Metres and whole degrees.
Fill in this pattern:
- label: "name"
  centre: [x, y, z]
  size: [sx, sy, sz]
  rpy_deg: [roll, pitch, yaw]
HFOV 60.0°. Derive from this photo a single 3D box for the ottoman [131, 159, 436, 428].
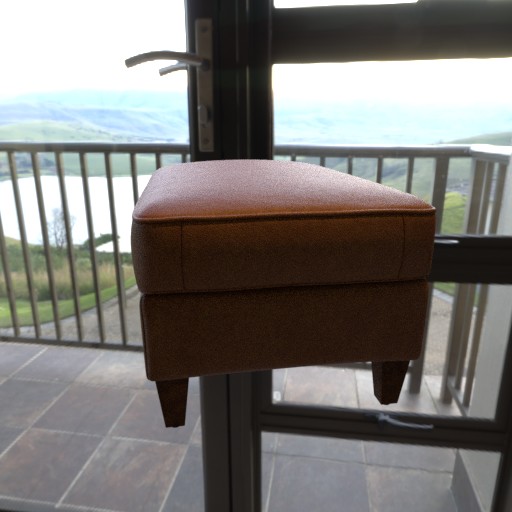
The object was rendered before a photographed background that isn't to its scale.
- label: "ottoman"
  centre: [0.000, 0.000, 1.209]
  size: [0.584, 0.483, 0.864]
  rpy_deg: [-3, 17, -9]
